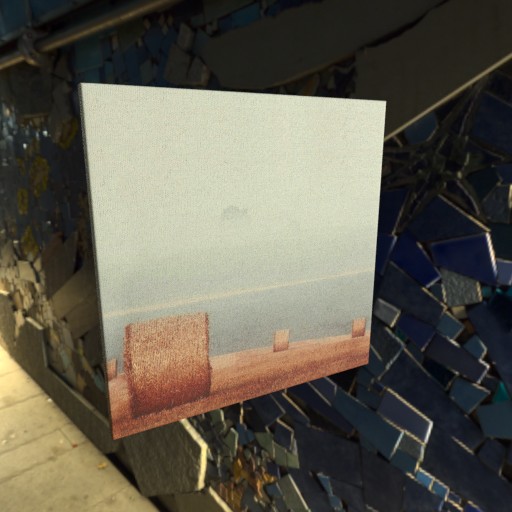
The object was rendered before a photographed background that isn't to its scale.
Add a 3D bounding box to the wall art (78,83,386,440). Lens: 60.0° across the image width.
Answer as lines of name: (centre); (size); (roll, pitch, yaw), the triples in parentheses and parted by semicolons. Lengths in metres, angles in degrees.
wall art: (0.000, 0.000, 0.878); (0.605, 0.605, 0.034); (-8, 16, -28)
